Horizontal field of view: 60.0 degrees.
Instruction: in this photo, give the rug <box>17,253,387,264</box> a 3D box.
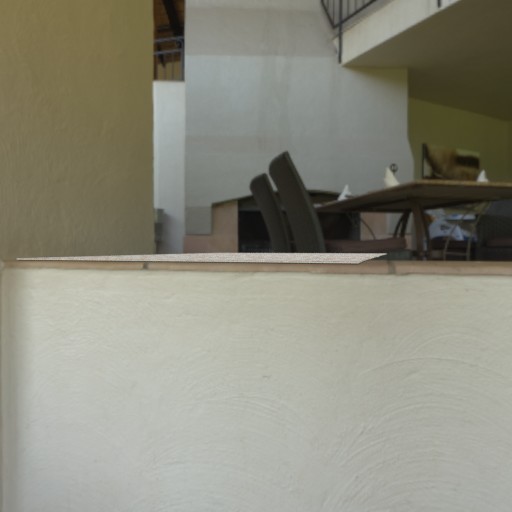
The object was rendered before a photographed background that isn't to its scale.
[{"bbox_3d":[0.000,0.000,2.281,1.219,0.008,1.829,0,1,19],"label":"rug"}]
